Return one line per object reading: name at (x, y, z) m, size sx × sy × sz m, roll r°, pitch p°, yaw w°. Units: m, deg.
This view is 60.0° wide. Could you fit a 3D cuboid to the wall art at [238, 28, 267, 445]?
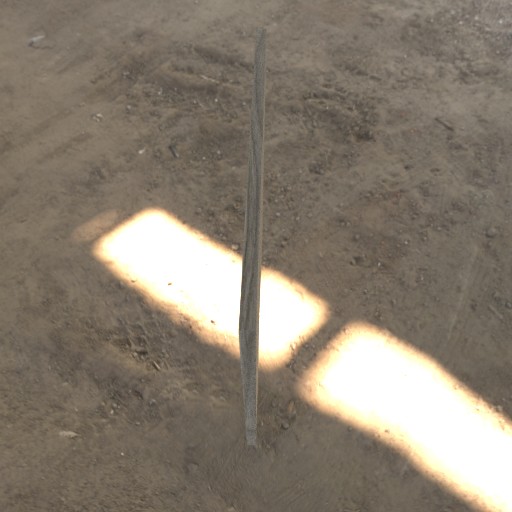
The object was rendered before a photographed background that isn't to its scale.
wall art at (0.000, 0.000, 0.755) m, size 0.016 × 0.507 × 0.508 m, roll 2°, pitch 56°, yaw 1°
